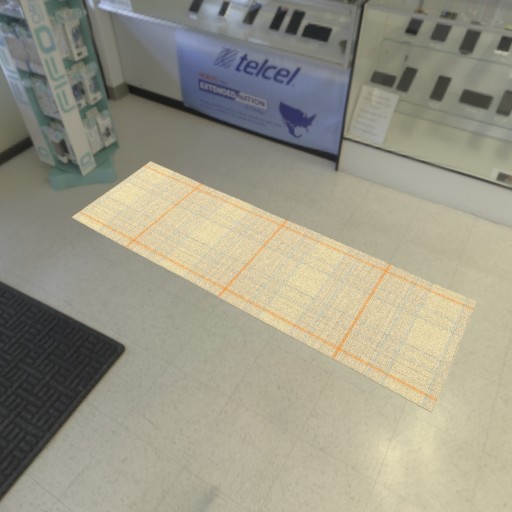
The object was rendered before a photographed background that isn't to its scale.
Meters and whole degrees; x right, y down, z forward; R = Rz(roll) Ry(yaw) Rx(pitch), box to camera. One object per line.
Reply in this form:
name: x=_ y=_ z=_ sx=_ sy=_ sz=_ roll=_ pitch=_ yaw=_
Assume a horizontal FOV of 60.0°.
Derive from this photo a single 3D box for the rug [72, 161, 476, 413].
rug: x=0.000 y=0.000 z=2.716 sx=2.442 sy=0.016 sz=0.770 roll=26 pitch=52 yaw=22
